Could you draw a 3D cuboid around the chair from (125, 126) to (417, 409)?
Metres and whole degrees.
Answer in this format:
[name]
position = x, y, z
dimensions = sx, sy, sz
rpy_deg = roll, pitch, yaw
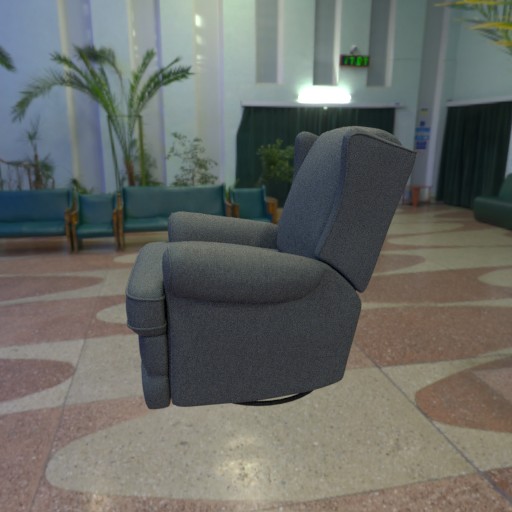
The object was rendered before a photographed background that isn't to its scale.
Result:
[chair]
position = 0.000, 0.000, 1.794
dimensions = 0.969, 1.011, 0.847
rpy_deg = -2, 15, -9
